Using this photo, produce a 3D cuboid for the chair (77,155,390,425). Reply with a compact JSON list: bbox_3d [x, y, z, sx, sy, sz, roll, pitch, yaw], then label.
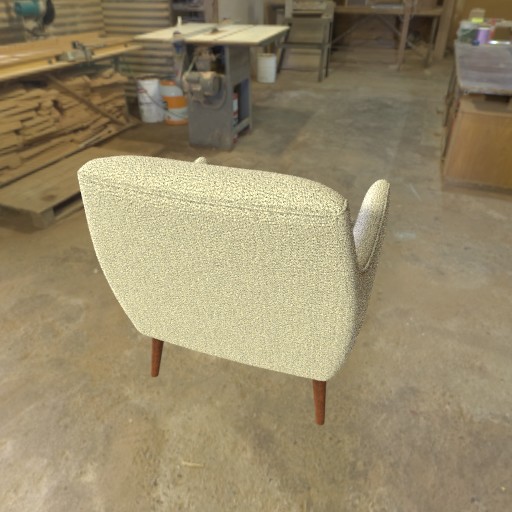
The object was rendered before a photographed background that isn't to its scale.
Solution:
[{"bbox_3d":[0.000,0.000,1.437,0.762,0.838,0.787,11,34,16],"label":"chair"}]
